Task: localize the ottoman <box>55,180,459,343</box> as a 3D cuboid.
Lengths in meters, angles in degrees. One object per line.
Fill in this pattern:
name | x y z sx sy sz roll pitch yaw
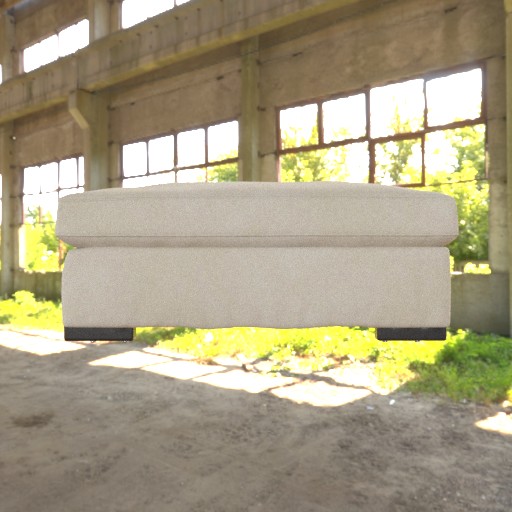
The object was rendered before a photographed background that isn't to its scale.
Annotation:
ottoman | 0.000 0.000 1.864 1.190 0.522 1.205 0 -1 0
